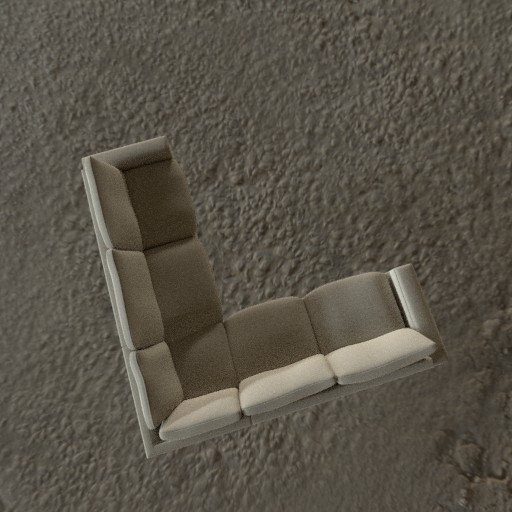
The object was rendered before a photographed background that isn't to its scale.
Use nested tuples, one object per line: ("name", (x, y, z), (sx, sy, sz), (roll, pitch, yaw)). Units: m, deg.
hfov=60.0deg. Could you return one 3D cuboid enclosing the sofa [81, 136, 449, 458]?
("sofa", (0.000, 0.000, 4.740), (3.066, 0.918, 3.206), (-16, 77, -4))
